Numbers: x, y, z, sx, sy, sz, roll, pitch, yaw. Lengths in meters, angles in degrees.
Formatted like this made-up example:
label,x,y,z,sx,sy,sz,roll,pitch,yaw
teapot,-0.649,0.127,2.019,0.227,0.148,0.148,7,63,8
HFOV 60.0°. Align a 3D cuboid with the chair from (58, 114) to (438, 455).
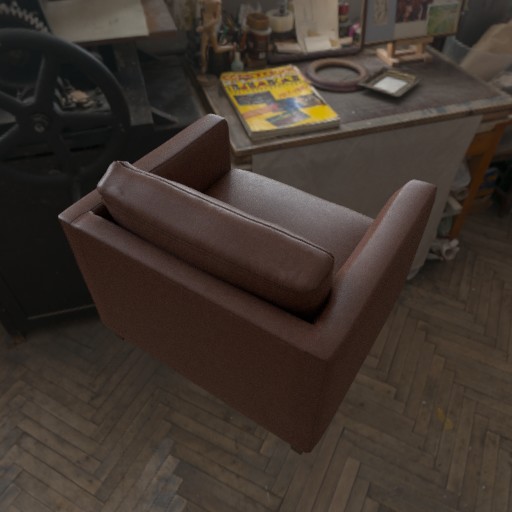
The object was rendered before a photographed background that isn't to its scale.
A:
label,x,y,z,sx,sy,sz,roll,pitch,yaw
chair,0.000,0.000,1.836,1.107,0.917,0.959,25,51,22
